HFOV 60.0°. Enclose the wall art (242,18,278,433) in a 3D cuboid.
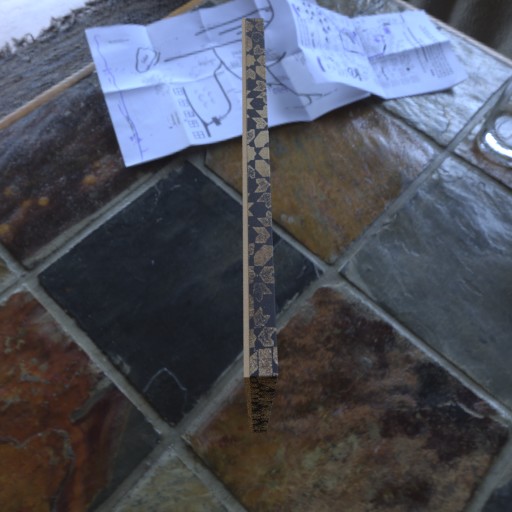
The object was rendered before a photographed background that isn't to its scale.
[{"bbox_3d":[0.000,0.000,0.898,0.038,0.612,0.612,-1,63,0],"label":"wall art"}]
